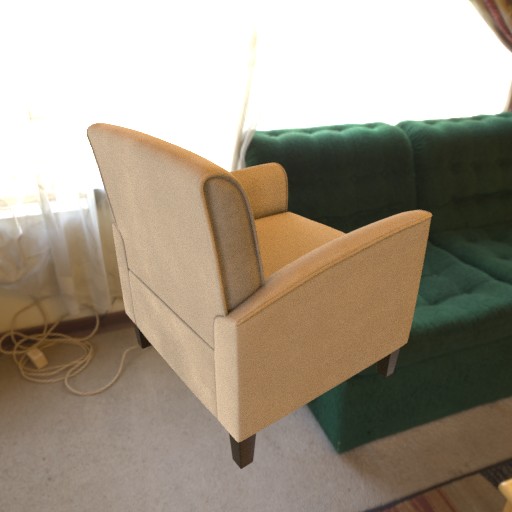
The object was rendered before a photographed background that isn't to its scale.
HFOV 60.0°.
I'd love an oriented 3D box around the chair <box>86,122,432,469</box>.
[{"bbox_3d":[0.000,0.000,1.555,0.821,0.915,0.820,-18,31,-32],"label":"chair"}]
